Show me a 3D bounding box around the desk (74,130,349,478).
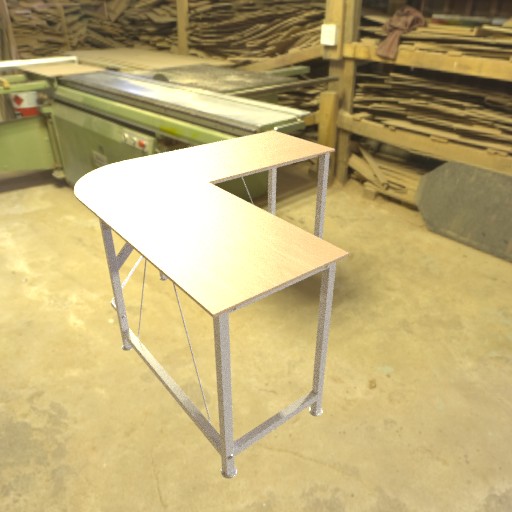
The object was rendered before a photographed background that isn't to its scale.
[{"bbox_3d":[0.000,0.000,2.224,1.400,0.762,1.400,-21,36,-33],"label":"desk"}]
